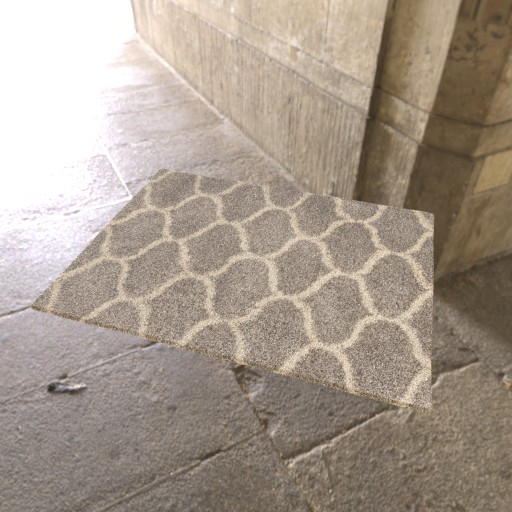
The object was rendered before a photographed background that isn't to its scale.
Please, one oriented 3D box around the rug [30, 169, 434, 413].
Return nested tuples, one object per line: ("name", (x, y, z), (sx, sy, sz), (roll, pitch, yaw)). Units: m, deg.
("rug", (0.000, 0.000, 2.093), (1.600, 0.025, 1.200), (11, 42, 13))
